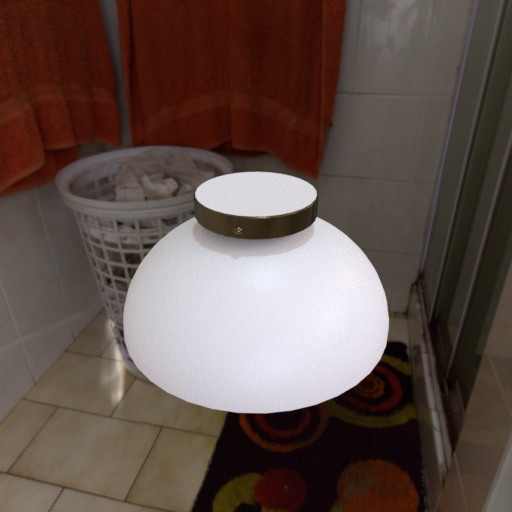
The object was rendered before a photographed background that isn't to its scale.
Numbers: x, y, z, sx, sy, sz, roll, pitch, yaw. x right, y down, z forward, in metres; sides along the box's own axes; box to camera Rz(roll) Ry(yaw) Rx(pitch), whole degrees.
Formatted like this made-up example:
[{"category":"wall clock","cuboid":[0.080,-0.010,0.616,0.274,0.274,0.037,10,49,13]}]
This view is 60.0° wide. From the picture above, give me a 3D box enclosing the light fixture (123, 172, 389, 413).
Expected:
[{"category":"light fixture","cuboid":[0.000,0.000,0.572,0.355,0.177,0.355,0,29,0]}]
